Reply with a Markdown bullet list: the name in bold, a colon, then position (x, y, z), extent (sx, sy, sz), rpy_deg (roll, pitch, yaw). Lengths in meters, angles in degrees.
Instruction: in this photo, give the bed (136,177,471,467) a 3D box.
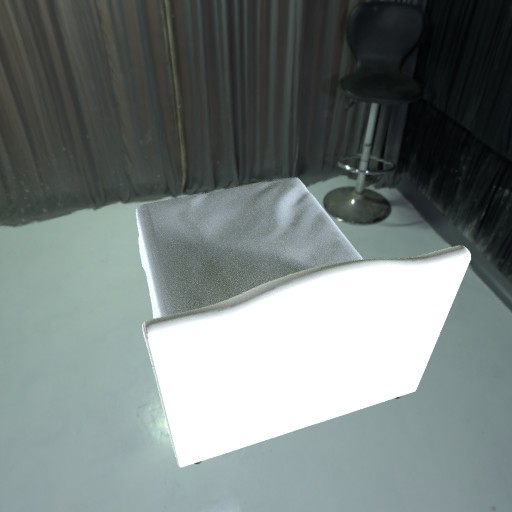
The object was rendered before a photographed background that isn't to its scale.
- **bed**: position (0.000, 0.000, 3.333), extent (1.753, 1.460, 2.143), rpy_deg (-12, 42, -14)
